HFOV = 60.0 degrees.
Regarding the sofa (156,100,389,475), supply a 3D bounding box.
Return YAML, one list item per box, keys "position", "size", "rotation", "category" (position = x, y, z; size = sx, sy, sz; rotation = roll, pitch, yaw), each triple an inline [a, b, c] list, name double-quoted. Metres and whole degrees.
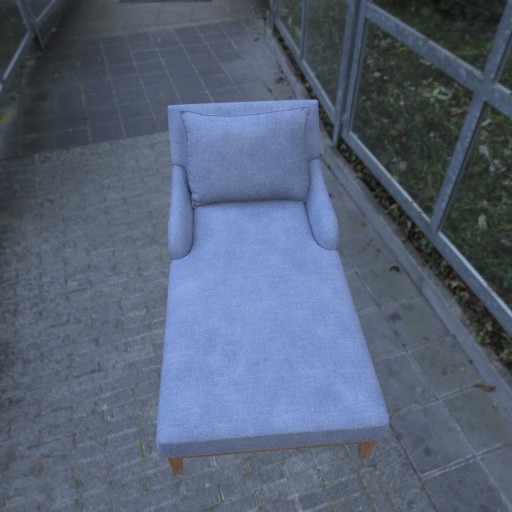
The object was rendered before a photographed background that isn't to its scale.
- position: [0.000, 0.000, 2.224]
  size: [0.904, 0.883, 1.779]
  rotation: [-3, 46, -3]
  category: "sofa"
